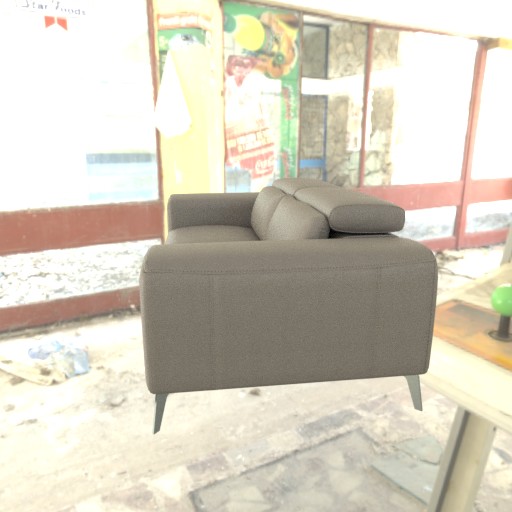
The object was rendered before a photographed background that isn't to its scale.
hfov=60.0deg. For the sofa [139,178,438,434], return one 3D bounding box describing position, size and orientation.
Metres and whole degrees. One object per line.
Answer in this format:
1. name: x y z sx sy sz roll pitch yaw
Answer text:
1. sofa: 0.000 0.000 2.390 1.024 0.753 1.930 -2 14 -8
